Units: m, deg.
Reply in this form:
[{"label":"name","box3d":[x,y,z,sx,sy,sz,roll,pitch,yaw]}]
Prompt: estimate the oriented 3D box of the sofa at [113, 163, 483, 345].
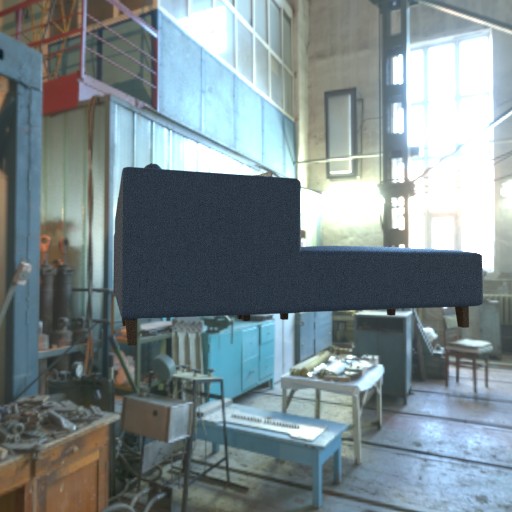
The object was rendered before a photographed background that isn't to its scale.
[{"label":"sofa","box3d":[0.000,0.000,3.030,1.829,0.787,2.120,1,-2,-18]}]
